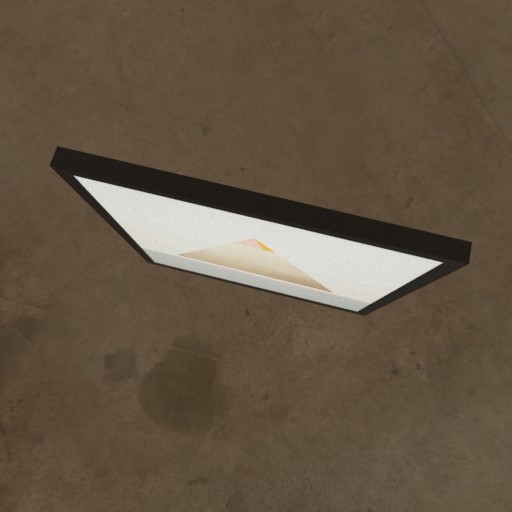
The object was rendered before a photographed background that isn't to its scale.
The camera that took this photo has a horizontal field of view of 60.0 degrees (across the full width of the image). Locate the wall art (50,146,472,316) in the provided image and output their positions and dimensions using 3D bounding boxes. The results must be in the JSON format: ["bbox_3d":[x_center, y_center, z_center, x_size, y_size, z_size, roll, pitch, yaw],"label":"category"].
[{"bbox_3d":[0.000,0.000,0.776,0.513,0.511,0.028,14,76,3],"label":"wall art"}]
